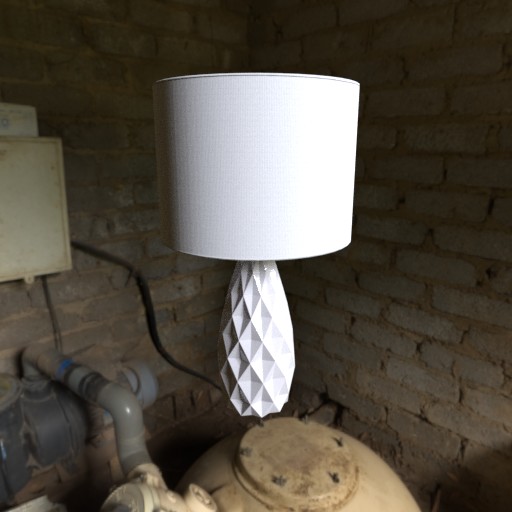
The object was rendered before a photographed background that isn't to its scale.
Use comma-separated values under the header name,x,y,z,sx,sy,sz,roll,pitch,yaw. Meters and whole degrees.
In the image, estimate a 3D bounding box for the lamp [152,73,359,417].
name,x,y,z,sx,sy,sz,roll,pitch,yaw
lamp,0.000,0.000,0.717,0.297,0.522,0.297,0,15,0
